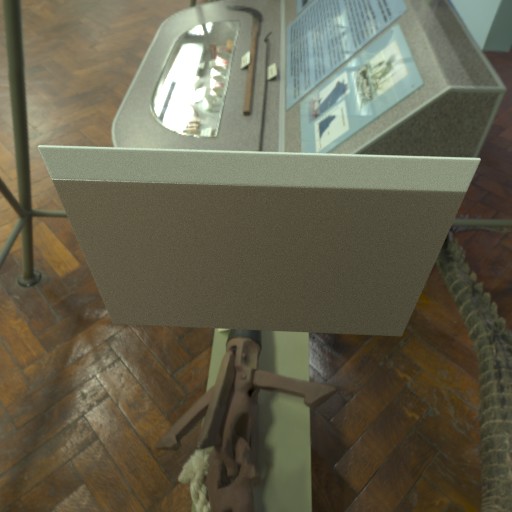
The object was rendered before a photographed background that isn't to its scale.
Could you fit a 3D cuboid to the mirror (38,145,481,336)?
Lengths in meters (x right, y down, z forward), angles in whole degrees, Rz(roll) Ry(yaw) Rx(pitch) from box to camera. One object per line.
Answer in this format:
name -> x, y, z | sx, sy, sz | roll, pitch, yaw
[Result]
mirror -> 0.000, 0.000, 1.111 | 0.870, 0.630, 0.030 | 2, 48, 2
